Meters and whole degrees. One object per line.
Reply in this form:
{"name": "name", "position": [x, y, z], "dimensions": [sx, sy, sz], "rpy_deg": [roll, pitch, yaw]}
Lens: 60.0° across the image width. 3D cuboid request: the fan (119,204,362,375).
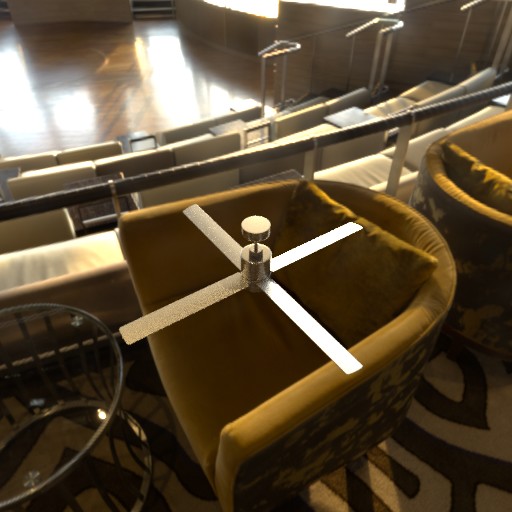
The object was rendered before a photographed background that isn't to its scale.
{"name": "fan", "position": [0.000, 0.000, 2.014], "dimensions": [1.322, 0.355, 1.322], "rpy_deg": [-25, 47, -26]}
